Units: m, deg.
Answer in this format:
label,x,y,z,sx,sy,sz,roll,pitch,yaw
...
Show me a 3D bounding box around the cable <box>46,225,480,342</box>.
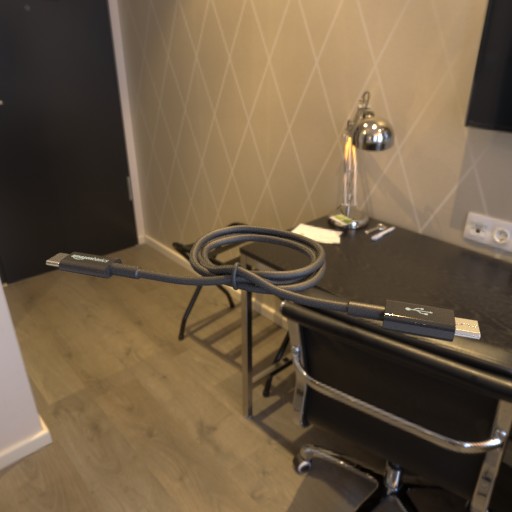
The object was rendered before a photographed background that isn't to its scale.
label,x,y,z,sx,sy,sz,roll,pitch,yaw
cable,0.000,0.000,0.214,0.192,0.014,0.070,8,27,16
